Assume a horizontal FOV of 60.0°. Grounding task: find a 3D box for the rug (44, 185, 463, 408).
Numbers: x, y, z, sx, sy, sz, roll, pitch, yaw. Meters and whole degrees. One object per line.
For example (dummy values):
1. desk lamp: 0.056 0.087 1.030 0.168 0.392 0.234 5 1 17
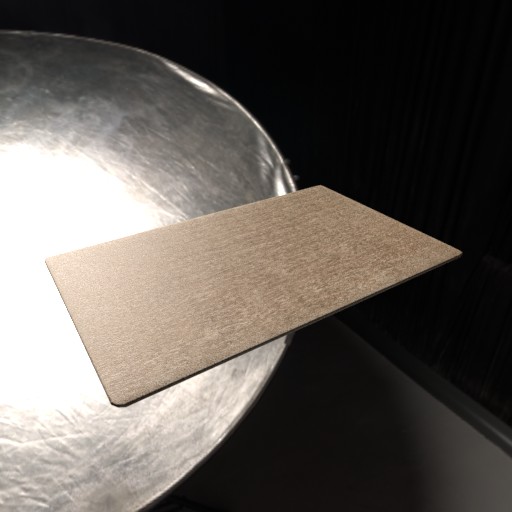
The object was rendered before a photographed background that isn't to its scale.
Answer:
1. rug: 0.000 0.000 3.049 2.469 0.024 1.539 -18 35 -28
